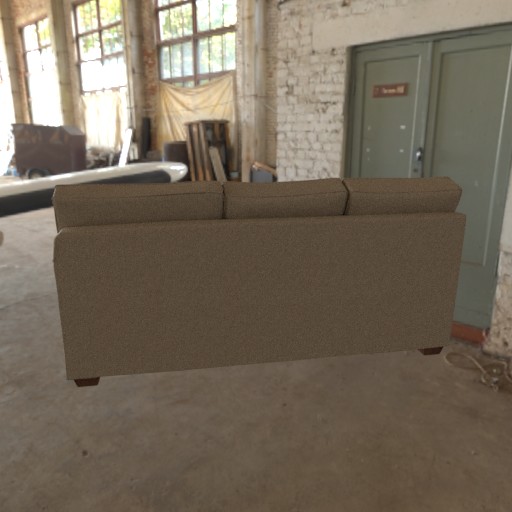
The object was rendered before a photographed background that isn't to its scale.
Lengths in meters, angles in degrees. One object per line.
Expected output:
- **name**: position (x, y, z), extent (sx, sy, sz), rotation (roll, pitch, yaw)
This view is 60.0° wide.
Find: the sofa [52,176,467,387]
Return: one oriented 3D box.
- **sofa**: position (0.000, 0.000, 2.567), extent (1.963, 0.946, 1.034), rotation (-3, 15, -10)
